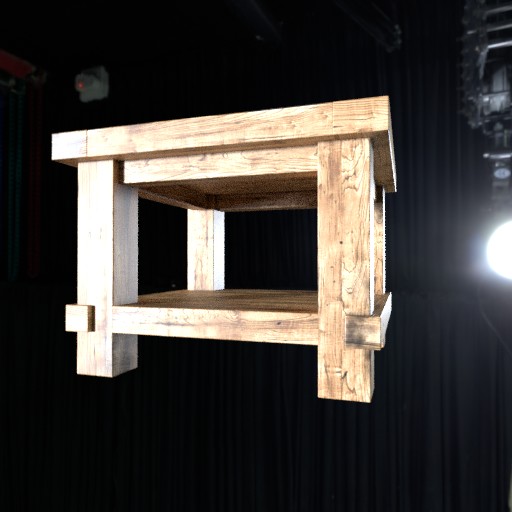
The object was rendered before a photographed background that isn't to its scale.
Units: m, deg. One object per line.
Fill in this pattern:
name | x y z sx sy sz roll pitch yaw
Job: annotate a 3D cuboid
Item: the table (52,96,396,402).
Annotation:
table | 0.000 0.000 1.026 0.610 0.457 0.610 0 -1 18
